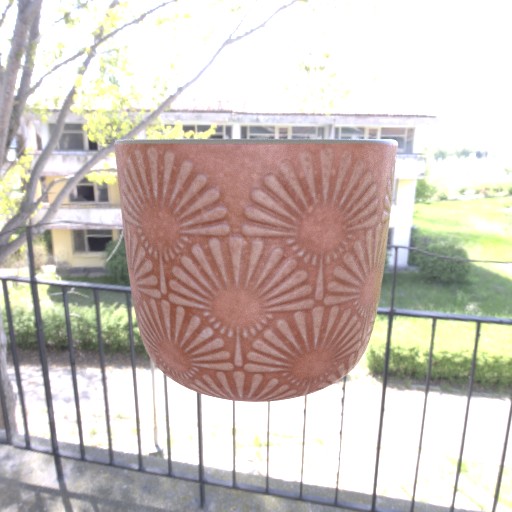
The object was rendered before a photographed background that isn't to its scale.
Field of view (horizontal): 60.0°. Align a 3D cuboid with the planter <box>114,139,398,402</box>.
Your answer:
[{"bbox_3d":[0.000,0.000,0.215,0.124,0.109,0.124,0,14,0],"label":"planter"}]
